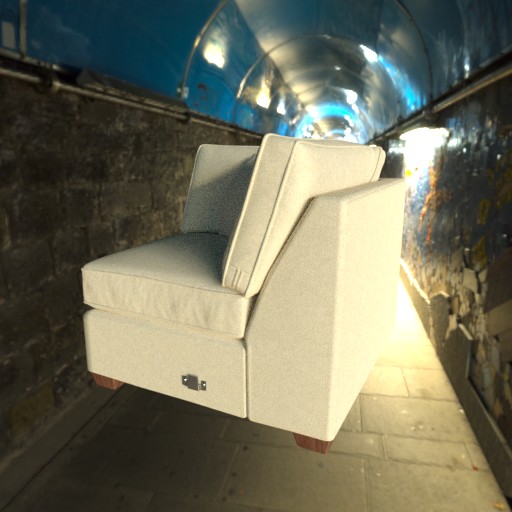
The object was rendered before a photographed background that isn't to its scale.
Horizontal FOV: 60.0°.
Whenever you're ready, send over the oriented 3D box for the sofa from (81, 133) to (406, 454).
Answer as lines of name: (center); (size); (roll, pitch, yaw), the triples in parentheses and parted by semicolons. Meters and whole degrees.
sofa: (0.000, 0.000, 1.968); (1.084, 1.002, 1.146); (6, 14, 26)
